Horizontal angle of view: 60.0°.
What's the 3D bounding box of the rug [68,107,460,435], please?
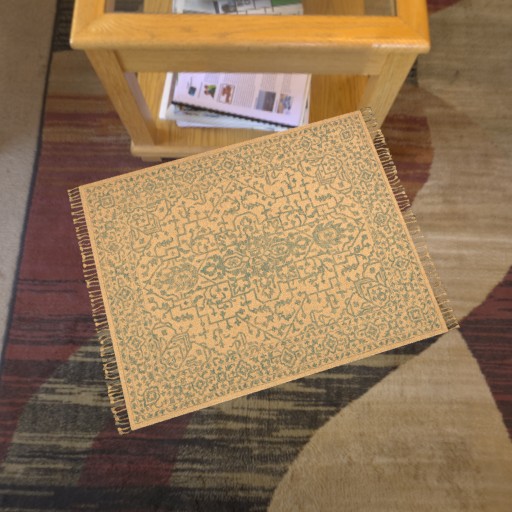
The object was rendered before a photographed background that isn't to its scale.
[{"bbox_3d":[0.000,0.000,4.346,3.327,0.010,2.464,-16,77,-4],"label":"rug"}]
